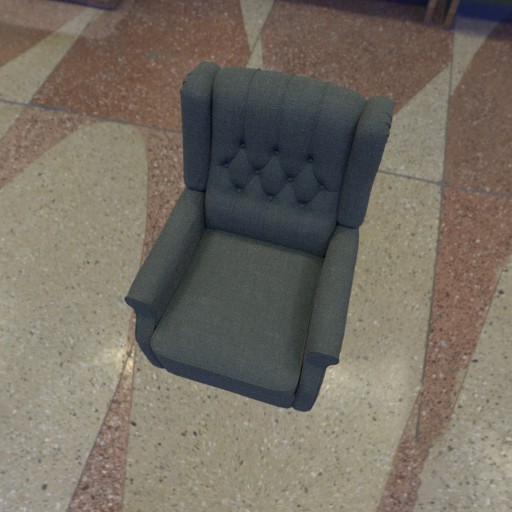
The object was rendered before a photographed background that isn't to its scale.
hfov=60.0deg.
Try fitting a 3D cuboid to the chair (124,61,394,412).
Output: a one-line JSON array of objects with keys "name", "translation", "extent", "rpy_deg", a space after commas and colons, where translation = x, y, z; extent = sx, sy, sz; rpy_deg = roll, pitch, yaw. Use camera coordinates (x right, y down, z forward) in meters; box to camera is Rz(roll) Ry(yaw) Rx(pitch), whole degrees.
[{"name": "chair", "translation": [0.000, 0.000, 1.645], "extent": [0.742, 1.035, 0.898], "rpy_deg": [15, 61, 8]}]
